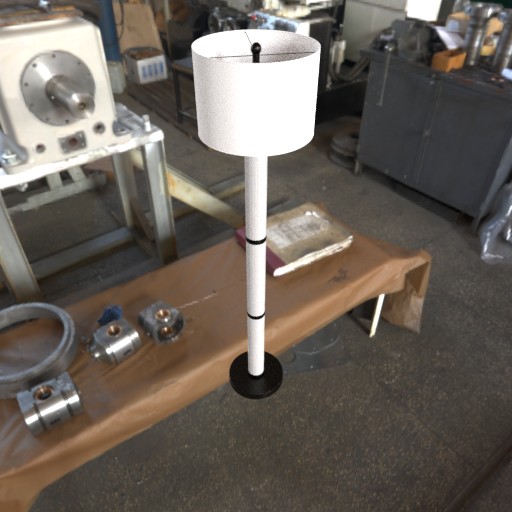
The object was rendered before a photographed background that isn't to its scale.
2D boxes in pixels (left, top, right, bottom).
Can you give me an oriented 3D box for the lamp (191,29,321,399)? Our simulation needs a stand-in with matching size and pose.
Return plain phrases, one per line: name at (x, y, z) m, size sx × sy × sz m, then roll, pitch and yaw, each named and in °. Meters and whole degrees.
lamp at (0.000, 0.000, 1.791) m, size 0.377 × 1.599 × 0.377 m, roll 12°, pitch 41°, yaw 15°
